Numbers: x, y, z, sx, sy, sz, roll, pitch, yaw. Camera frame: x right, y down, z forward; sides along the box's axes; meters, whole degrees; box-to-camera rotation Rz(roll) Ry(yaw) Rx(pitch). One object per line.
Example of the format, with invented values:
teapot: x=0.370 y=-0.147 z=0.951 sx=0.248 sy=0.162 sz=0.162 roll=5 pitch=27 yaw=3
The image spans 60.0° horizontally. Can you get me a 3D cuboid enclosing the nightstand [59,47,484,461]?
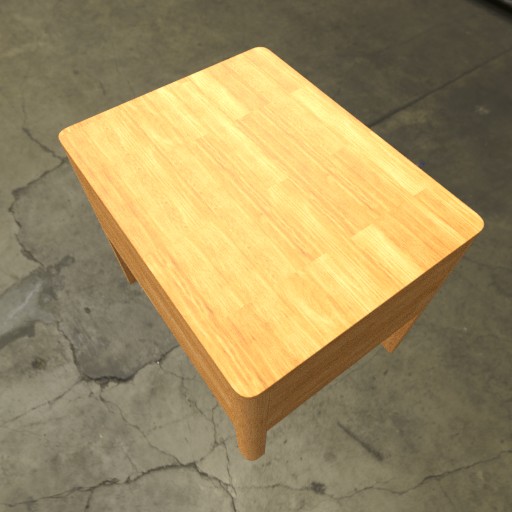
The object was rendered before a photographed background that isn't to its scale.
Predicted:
nightstand: x=0.000 y=0.000 z=0.898 sx=0.440 sy=0.470 sz=0.560 roll=-31 pitch=62 yaw=-19
